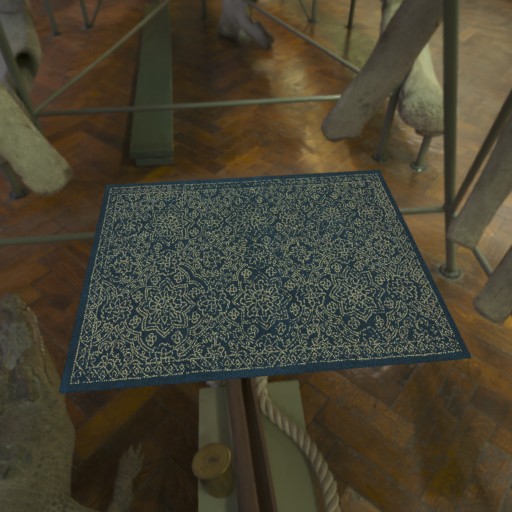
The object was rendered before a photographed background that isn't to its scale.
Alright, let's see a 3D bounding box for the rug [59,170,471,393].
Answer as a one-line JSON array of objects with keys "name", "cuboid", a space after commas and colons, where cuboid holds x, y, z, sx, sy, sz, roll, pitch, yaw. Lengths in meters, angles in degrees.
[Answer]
[{"name": "rug", "cuboid": [0.000, 0.000, 4.085, 3.048, 0.010, 2.438, -4, 46, -4]}]
